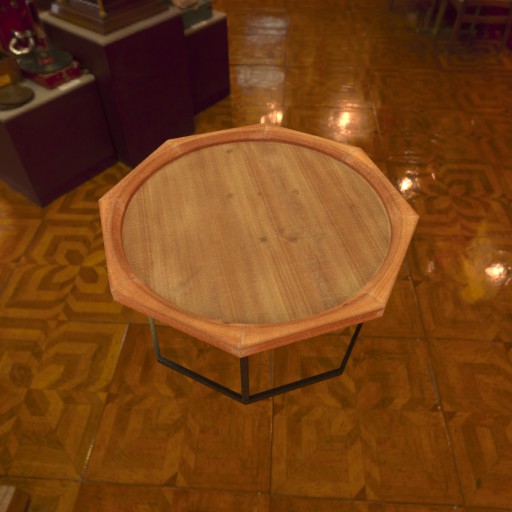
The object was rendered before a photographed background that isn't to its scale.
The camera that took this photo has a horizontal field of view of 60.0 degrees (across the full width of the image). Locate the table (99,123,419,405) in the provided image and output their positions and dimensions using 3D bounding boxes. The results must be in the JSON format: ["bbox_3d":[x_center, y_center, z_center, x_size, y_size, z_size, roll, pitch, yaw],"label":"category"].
[{"bbox_3d":[0.000,0.000,1.541,1.002,0.444,1.002,0,47,0],"label":"table"}]
